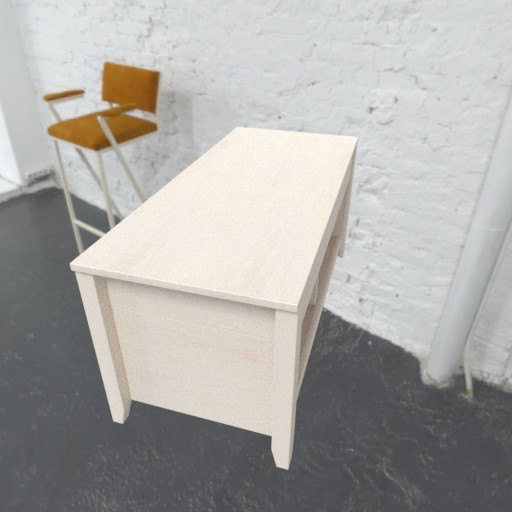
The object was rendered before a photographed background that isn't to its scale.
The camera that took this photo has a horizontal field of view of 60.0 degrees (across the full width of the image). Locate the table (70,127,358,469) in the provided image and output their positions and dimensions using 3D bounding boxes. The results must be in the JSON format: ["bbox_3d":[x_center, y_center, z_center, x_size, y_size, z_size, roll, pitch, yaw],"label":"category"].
[{"bbox_3d":[0.000,0.000,1.353,0.457,0.483,1.016,9,33,14],"label":"table"}]
